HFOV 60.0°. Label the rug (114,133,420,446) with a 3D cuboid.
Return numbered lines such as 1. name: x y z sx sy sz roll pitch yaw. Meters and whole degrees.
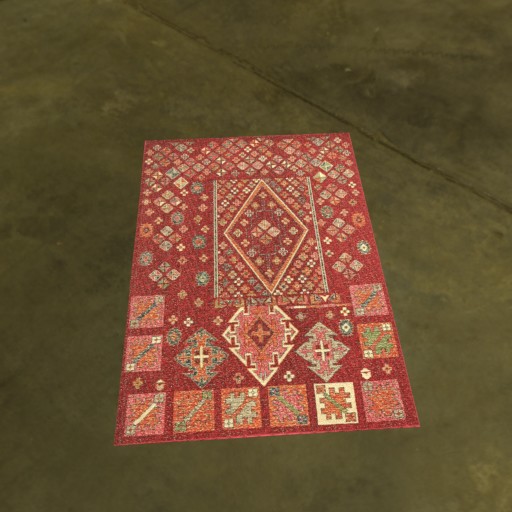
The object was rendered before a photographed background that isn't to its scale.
1. rug: 0.000 0.000 2.851 1.579 0.007 2.184 -3 58 -2
